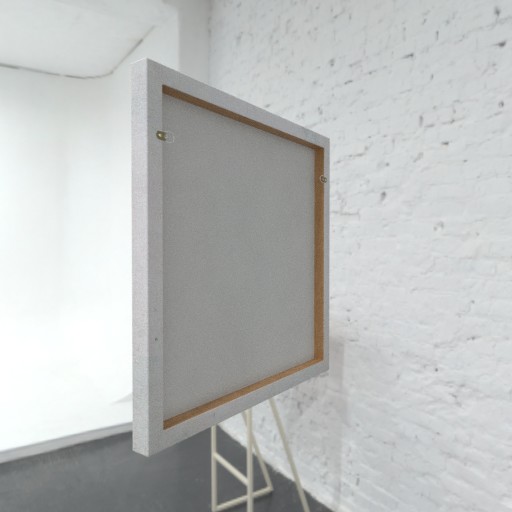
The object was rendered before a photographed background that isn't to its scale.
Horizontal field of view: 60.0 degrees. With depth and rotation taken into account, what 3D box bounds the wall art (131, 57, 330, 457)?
[{"bbox_3d":[0.000,0.000,0.933,0.040,0.612,0.612,1,1,36],"label":"wall art"}]
